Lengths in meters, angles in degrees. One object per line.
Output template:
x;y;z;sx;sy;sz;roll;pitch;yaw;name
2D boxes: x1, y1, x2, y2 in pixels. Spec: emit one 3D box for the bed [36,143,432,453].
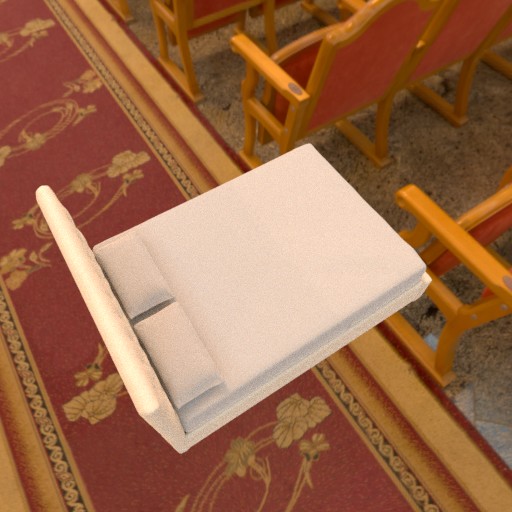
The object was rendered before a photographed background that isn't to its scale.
0.000;0.000;3.431;2.387;1.427;1.698;-29;63;-16;bed
